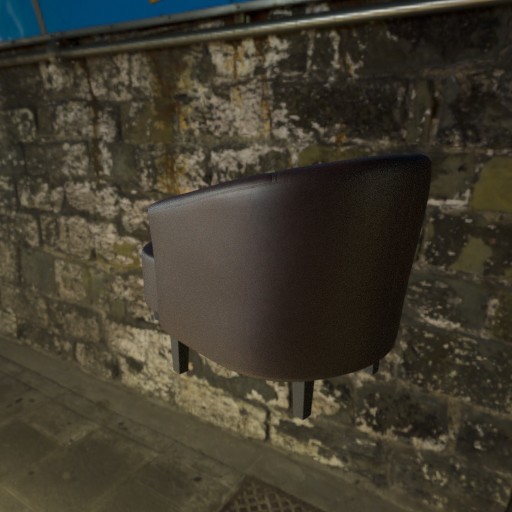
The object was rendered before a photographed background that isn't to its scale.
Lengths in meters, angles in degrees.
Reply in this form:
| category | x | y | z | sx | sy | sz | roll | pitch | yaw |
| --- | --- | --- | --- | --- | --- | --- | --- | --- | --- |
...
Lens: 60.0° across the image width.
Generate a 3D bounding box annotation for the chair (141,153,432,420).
| category | x | y | z | sx | sy | sz | roll | pitch | yaw |
| --- | --- | --- | --- | --- | --- | --- | --- | --- | --- |
| chair | 0.000 | 0.000 | 1.614 | 0.737 | 0.755 | 1.176 | -14 | 21 | -42 |
